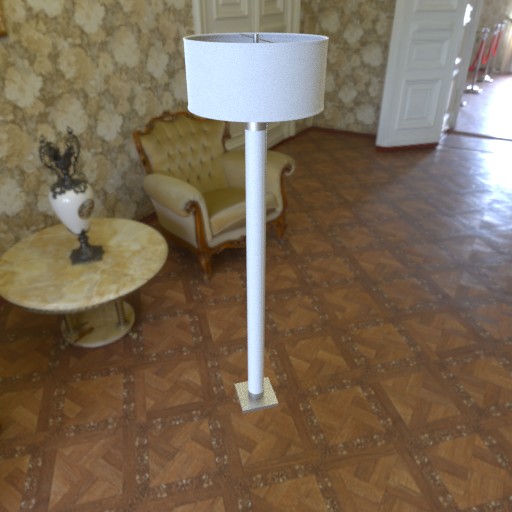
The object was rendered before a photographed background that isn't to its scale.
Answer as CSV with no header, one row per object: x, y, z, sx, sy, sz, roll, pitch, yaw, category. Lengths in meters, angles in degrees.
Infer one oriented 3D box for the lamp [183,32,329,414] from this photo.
0.000,0.000,1.644,0.420,1.475,0.420,-8,31,-13,lamp
